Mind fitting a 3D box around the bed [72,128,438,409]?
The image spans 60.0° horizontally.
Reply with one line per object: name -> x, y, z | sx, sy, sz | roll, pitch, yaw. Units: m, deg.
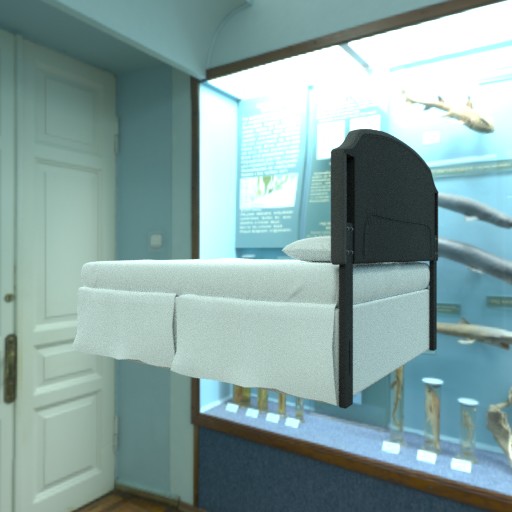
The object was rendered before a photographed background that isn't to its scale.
bed -> 0.000, 0.000, 3.014 | 1.999, 1.270, 1.558 | 0, 0, 36
